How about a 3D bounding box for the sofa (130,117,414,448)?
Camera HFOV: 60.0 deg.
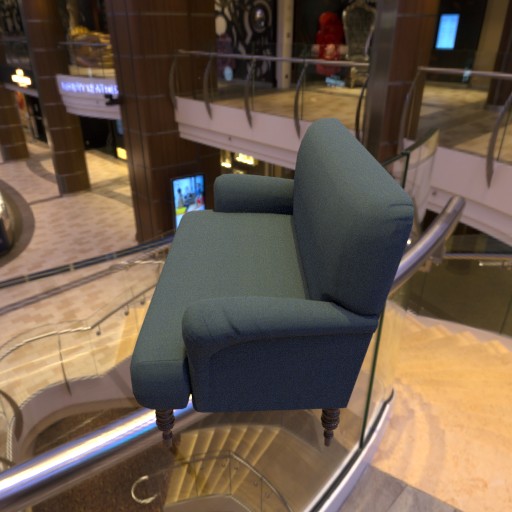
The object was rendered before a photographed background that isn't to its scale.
[{"bbox_3d":[0.000,0.000,1.778,0.779,0.889,1.297,0,27,0],"label":"sofa"}]
